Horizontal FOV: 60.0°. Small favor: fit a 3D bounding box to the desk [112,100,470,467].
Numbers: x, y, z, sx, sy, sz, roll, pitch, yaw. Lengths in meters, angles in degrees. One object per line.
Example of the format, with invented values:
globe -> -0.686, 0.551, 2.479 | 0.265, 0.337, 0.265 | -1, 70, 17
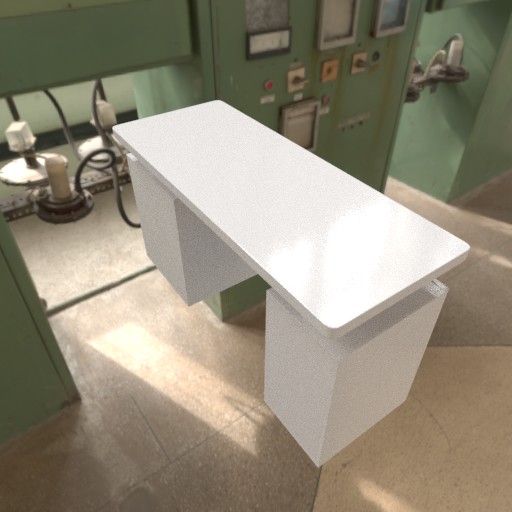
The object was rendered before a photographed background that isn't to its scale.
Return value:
desk -> 0.000, 0.000, 1.837 | 0.550, 0.762, 1.400 | -24, 46, -26
